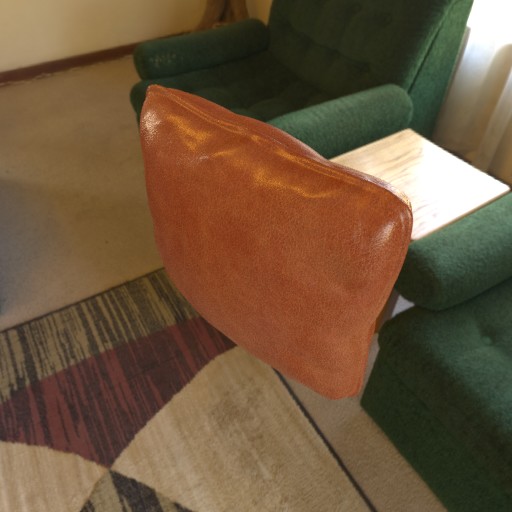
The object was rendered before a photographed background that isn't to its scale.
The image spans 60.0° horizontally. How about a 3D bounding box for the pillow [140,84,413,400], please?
[{"bbox_3d":[0.000,0.000,0.839,0.532,0.523,0.236,32,54,27],"label":"pillow"}]
